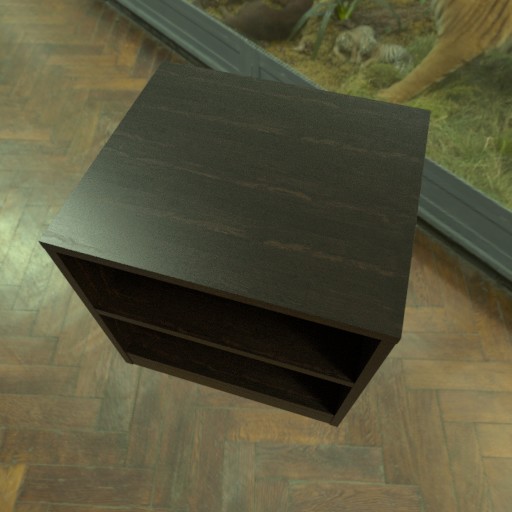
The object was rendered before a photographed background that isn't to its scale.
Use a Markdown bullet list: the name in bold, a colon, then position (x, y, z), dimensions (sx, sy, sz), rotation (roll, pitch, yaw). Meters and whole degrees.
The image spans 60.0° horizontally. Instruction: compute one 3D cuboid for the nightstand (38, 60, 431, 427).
- **nightstand**: position (0.000, 0.000, 0.877), dimensions (0.489, 0.487, 0.427), rotation (14, 58, 9)
